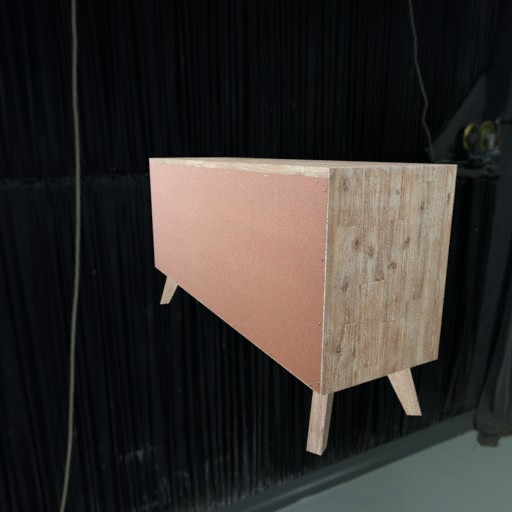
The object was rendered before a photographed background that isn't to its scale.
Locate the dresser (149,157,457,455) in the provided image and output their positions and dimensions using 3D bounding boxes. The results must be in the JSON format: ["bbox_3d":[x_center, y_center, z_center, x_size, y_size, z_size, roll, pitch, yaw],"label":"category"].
[{"bbox_3d":[0.000,0.000,1.909,0.455,0.805,1.554,-7,15,-28],"label":"dresser"}]
